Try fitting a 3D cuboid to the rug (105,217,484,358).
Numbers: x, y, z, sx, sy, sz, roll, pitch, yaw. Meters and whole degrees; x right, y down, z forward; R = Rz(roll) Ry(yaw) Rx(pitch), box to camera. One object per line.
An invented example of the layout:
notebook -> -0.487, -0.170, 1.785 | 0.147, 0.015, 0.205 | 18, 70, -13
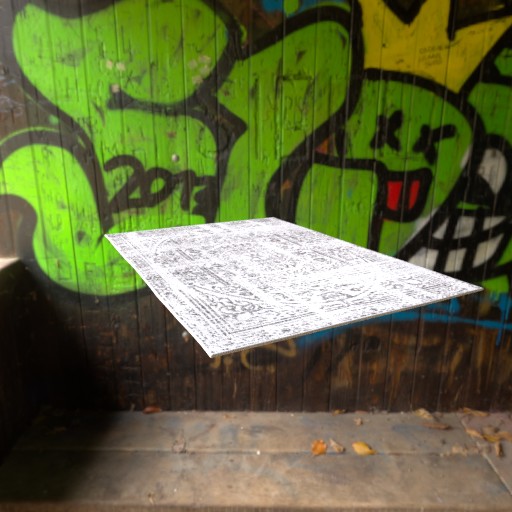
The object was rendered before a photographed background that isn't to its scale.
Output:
rug -> 0.000, 0.000, 3.210 | 1.706, 0.026, 2.438 | -8, 18, -27
